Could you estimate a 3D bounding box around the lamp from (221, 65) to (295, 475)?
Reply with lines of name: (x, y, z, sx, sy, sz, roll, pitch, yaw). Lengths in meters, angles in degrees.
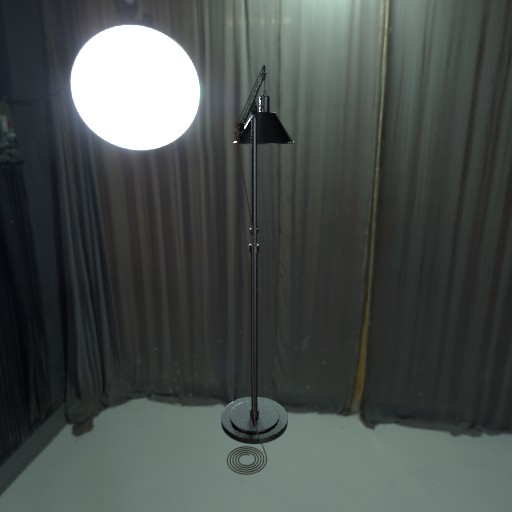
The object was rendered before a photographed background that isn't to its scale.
lamp: (0.000, 0.000, 1.954, 0.319, 1.626, 0.904, 2, 16, 7)
